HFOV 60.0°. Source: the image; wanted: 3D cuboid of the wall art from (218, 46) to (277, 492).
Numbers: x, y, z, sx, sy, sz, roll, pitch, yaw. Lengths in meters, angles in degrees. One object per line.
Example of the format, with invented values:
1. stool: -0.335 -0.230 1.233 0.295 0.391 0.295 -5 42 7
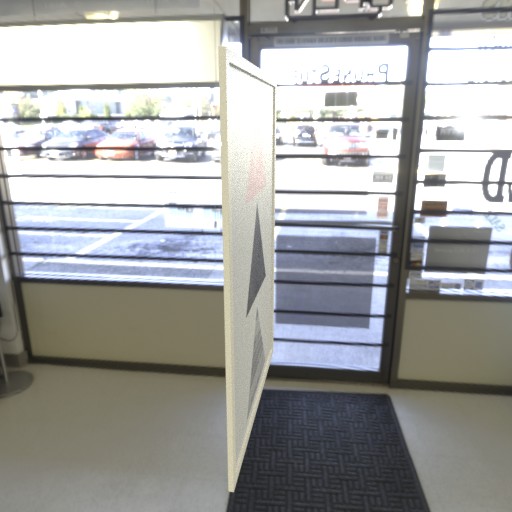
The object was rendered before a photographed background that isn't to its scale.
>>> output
1. wall art: 0.000 0.000 1.195 0.013 0.940 0.659 3 17 10
